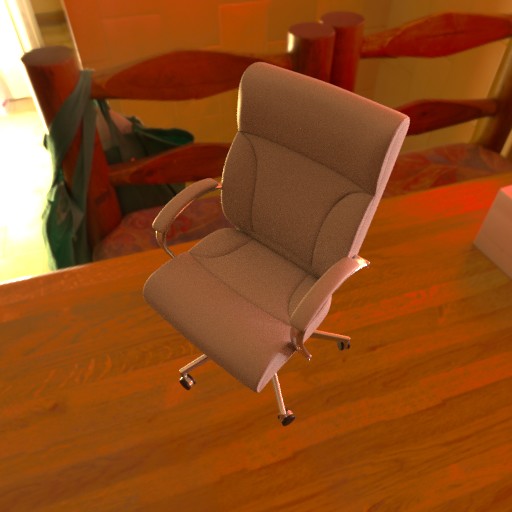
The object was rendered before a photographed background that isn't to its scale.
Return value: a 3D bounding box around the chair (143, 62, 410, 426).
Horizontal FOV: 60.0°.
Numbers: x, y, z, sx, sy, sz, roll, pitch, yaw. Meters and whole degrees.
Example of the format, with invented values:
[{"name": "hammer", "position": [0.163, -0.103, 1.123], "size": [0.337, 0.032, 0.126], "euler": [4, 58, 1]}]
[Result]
[{"name": "chair", "position": [0.000, 0.000, 1.599], "size": [0.727, 1.099, 0.745], "euler": [33, 54, 27]}]
